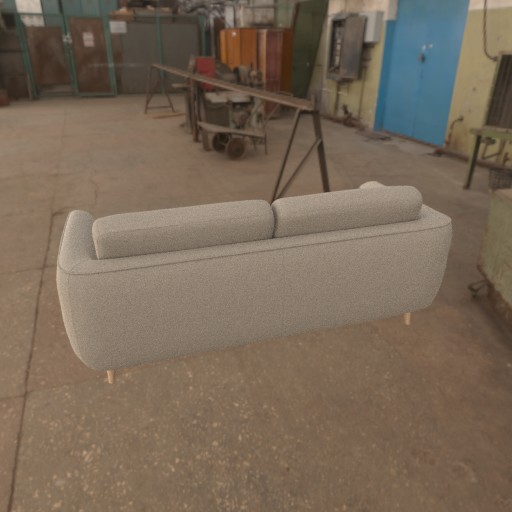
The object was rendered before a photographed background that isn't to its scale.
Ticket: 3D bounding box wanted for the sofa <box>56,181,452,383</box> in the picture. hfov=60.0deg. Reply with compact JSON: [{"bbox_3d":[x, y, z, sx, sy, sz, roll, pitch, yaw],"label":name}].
[{"bbox_3d":[0.000,0.000,2.491,2.000,0.850,0.920,-8,27,-16],"label":"sofa"}]
